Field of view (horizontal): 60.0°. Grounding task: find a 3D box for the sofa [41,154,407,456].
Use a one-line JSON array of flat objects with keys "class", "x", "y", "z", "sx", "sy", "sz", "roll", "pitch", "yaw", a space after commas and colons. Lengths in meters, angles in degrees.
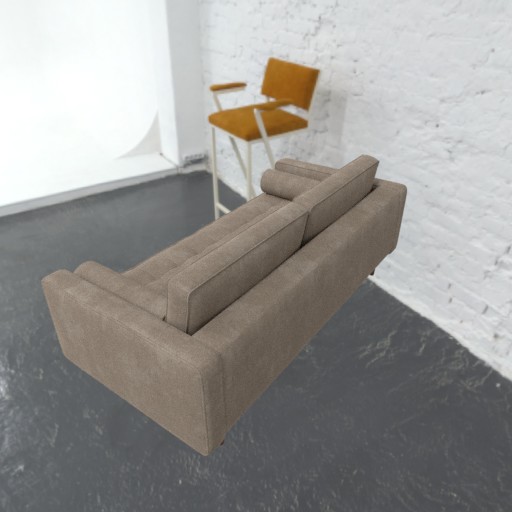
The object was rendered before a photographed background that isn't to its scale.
[{"class": "sofa", "x": 0.000, "y": 0.000, "z": 2.330, "sx": 0.920, "sy": 0.769, "sz": 1.883, "roll": 21, "pitch": 37, "yaw": 30}]
